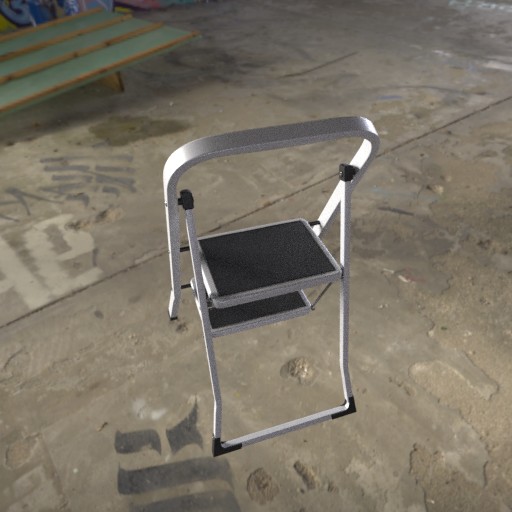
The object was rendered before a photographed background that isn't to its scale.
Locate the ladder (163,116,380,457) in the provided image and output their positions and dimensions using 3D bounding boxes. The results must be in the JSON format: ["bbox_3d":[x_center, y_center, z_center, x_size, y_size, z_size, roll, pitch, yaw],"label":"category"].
[{"bbox_3d":[0.000,0.000,1.120,0.460,0.810,0.544,-12,41,-14],"label":"ladder"}]
